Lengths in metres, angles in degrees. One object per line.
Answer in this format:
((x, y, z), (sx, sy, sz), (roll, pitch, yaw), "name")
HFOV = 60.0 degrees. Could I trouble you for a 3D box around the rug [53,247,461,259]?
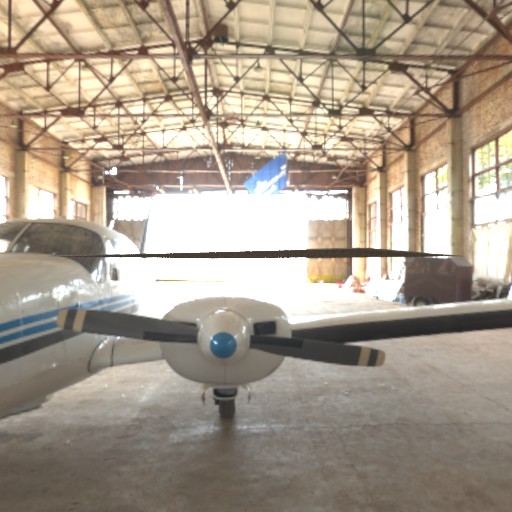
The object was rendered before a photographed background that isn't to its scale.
((0.000, 0.000, 2.146), (1.634, 0.003, 1.190), (-1, -2, 36), "rug")
